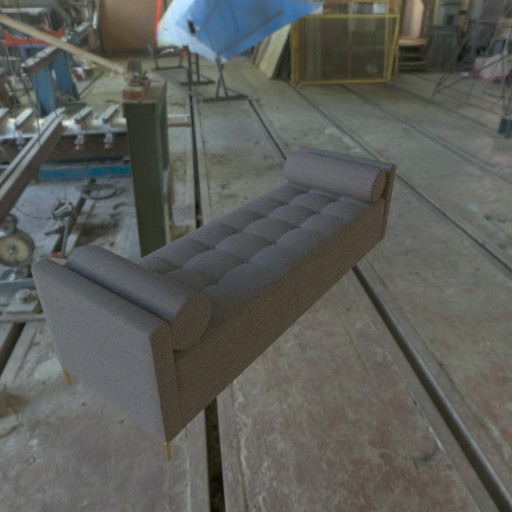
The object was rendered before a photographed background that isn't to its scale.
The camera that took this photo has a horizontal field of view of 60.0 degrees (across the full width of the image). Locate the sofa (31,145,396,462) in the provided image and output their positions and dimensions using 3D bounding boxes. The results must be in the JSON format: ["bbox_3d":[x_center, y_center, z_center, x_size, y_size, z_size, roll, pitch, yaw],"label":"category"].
[{"bbox_3d":[0.000,0.000,2.343,0.686,0.635,1.981,21,36,31],"label":"sofa"}]
